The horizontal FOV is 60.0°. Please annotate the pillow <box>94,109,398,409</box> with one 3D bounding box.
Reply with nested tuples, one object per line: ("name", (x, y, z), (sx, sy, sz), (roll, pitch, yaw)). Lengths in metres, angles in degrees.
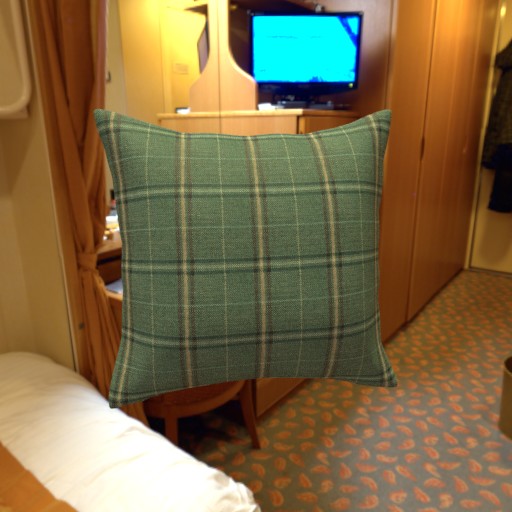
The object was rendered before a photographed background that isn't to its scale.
("pillow", (0.000, 0.000, 0.674), (0.453, 0.430, 0.200), (-3, 16, -9))
